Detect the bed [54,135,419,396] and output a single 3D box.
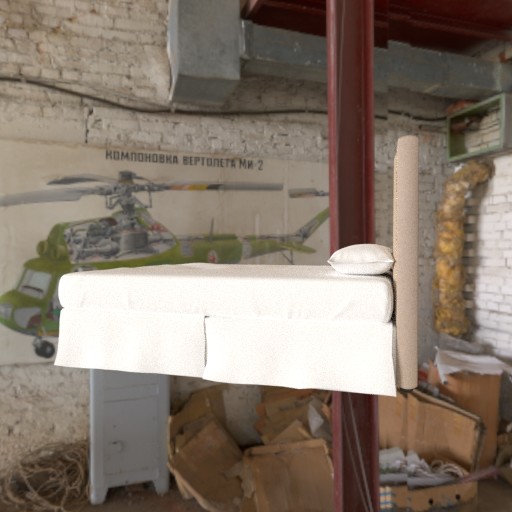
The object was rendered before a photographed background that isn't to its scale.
[{"bbox_3d":[0.000,0.000,3.414,2.282,1.436,1.821,0,1,18],"label":"bed"}]
